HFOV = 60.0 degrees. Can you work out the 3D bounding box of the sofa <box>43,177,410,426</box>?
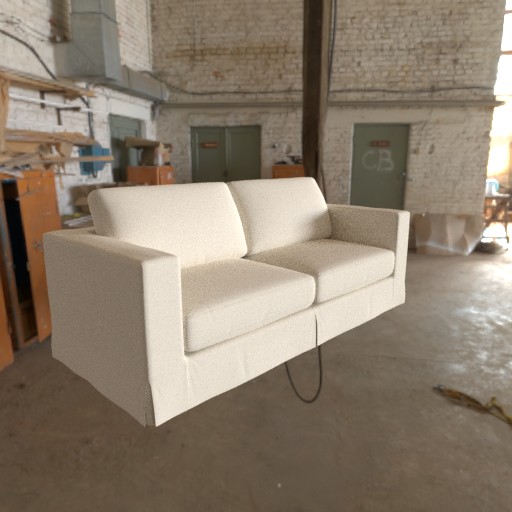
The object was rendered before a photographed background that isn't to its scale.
[{"bbox_3d":[0.000,0.000,2.696,0.954,0.881,2.163,12,18,43],"label":"sofa"}]
